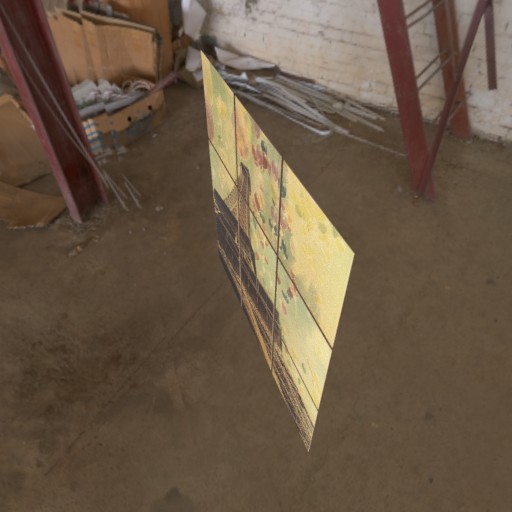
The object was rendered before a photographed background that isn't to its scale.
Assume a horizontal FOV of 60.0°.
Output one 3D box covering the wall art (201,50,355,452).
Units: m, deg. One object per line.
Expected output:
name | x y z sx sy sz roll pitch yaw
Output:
wall art | 0.000 0.000 2.275 0.002 1.505 1.517 -16 48 -15
